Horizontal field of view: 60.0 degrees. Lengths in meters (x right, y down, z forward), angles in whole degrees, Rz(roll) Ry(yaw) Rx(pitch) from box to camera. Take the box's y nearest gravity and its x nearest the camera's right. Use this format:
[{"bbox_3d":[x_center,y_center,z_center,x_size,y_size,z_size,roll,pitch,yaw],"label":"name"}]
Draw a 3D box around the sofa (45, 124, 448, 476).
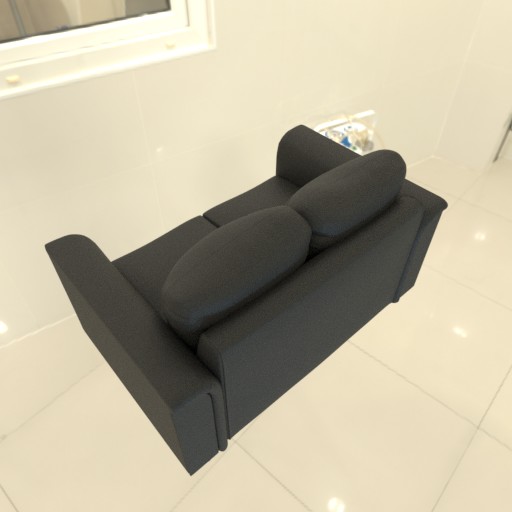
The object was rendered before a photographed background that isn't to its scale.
[{"bbox_3d":[0.000,0.000,1.904,1.386,0.845,0.887,-32,53,-28],"label":"sofa"}]
